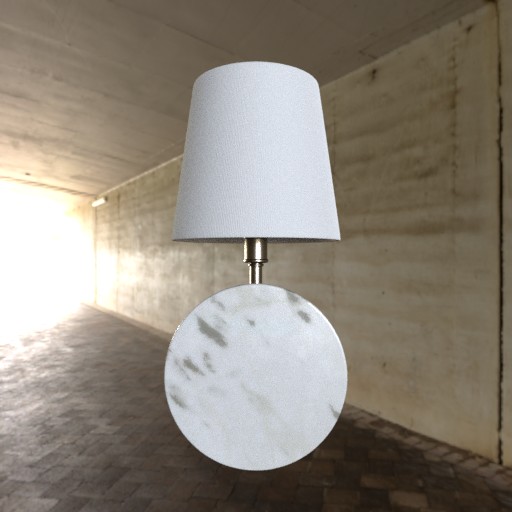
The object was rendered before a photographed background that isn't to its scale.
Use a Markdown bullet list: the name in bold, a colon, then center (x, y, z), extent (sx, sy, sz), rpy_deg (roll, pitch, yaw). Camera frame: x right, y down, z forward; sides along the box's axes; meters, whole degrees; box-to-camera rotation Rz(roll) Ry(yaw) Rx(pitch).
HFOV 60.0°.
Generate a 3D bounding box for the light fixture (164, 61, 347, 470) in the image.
- **light fixture**: center (0.000, 0.000, 0.441), extent (0.168, 0.337, 0.188), rpy_deg (0, 0, 0)
